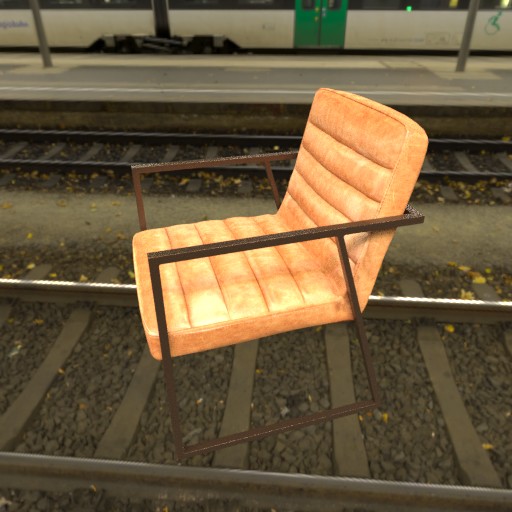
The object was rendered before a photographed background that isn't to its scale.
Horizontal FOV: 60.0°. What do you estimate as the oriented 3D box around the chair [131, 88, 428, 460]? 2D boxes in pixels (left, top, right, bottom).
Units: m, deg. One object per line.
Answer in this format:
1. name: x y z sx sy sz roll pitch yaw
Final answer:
1. chair: 0.000 0.000 1.272 0.677 0.832 0.571 -9 32 -14
